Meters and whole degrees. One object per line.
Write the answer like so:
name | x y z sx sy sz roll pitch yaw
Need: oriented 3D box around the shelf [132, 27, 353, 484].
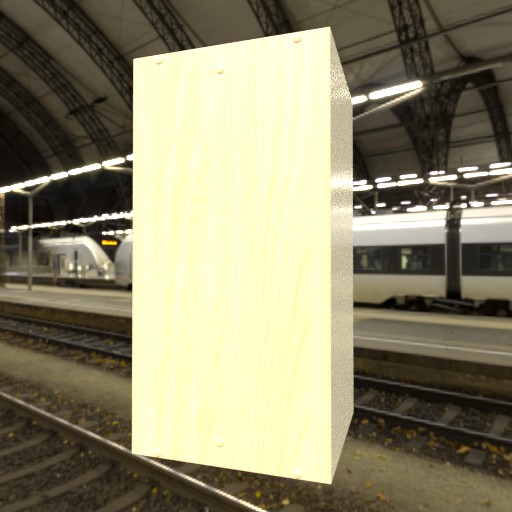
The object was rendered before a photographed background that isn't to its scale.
shelf | 0.000 0.000 0.758 0.297 0.594 0.290 0 -1 18
